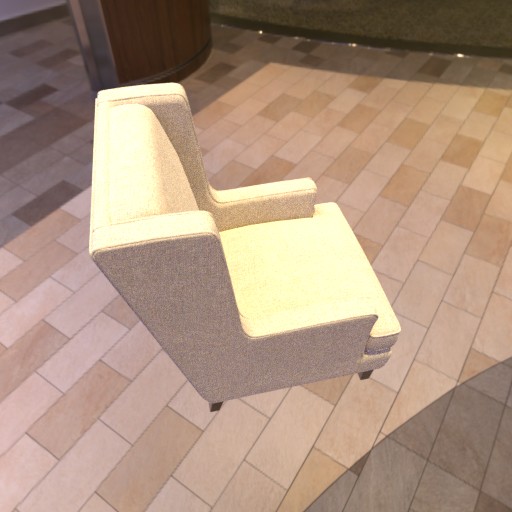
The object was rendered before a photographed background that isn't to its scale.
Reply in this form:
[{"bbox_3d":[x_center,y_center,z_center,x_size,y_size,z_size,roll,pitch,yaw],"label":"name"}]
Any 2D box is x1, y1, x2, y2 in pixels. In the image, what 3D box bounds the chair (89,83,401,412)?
[{"bbox_3d":[0.000,0.000,1.707,0.948,1.082,0.764,-9,48,-8],"label":"chair"}]
